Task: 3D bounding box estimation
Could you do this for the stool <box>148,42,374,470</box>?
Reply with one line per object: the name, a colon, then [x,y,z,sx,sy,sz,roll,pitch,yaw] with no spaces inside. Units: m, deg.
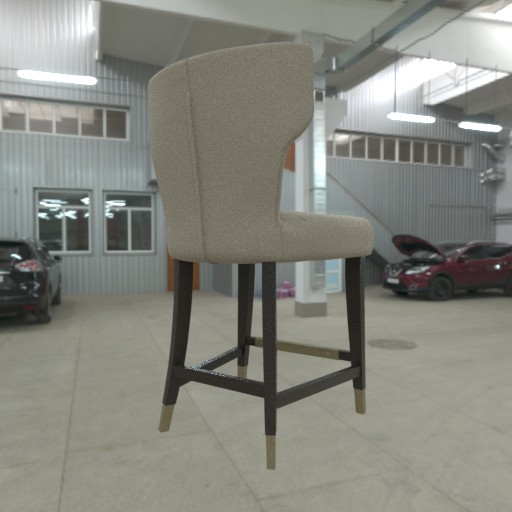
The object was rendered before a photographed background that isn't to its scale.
stool: [0.000,0.000,1.292,0.527,0.982,0.563,1,2,34]
